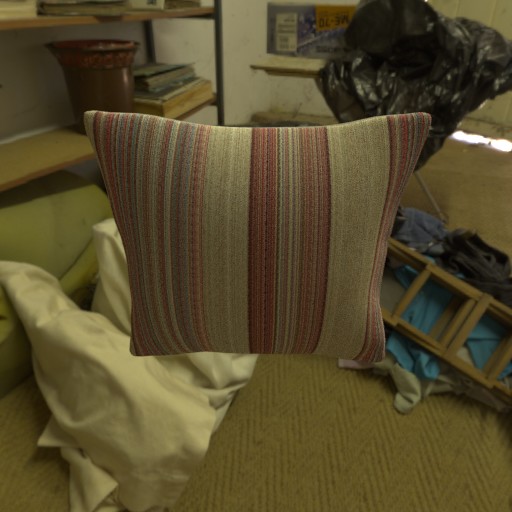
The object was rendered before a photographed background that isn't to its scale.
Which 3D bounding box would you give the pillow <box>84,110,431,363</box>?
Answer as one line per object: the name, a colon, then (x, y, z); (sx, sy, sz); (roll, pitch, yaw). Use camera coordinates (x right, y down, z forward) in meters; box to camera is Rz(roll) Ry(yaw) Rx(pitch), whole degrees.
pillow: (0.000, 0.000, 0.654); (0.437, 0.419, 0.136); (1, 32, 2)
